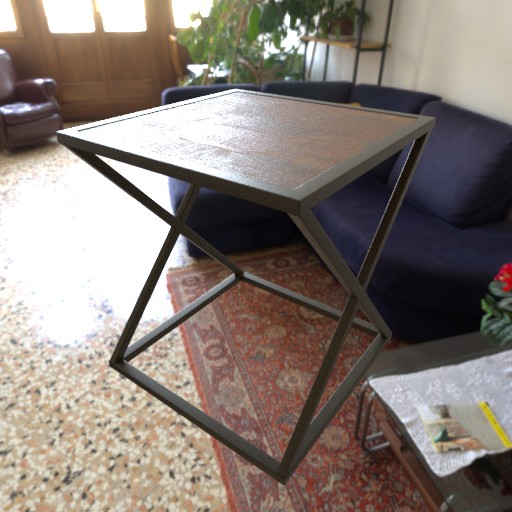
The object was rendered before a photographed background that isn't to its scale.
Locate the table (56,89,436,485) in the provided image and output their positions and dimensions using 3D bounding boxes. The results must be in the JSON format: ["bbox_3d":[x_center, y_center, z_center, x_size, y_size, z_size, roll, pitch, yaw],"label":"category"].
[{"bbox_3d":[0.000,0.000,0.960,0.500,0.565,0.500,21,37,31],"label":"table"}]
